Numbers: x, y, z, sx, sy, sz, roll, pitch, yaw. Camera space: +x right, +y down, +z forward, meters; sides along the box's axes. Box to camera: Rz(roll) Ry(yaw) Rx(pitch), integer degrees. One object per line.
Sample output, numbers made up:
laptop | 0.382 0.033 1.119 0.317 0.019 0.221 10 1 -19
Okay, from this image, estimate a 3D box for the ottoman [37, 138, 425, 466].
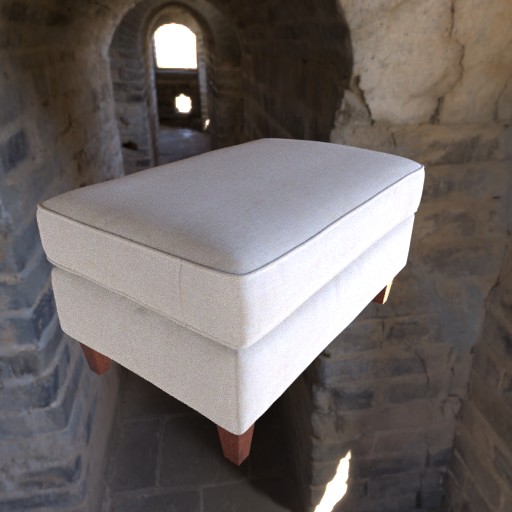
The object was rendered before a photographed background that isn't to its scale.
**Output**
ottoman | 0.000 0.000 1.173 0.583 0.484 0.862 18 32 32
